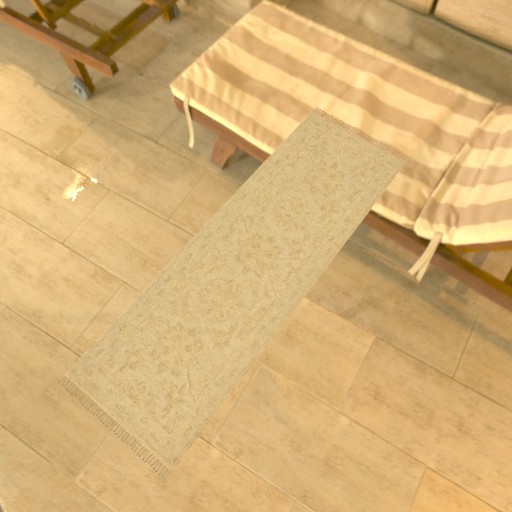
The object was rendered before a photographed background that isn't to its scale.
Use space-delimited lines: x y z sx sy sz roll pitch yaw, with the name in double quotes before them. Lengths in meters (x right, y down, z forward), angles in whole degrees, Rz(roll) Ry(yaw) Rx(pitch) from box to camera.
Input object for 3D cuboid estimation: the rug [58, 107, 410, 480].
"rug" 0.000 0.000 2.768 0.795 0.015 2.544 34 68 16
